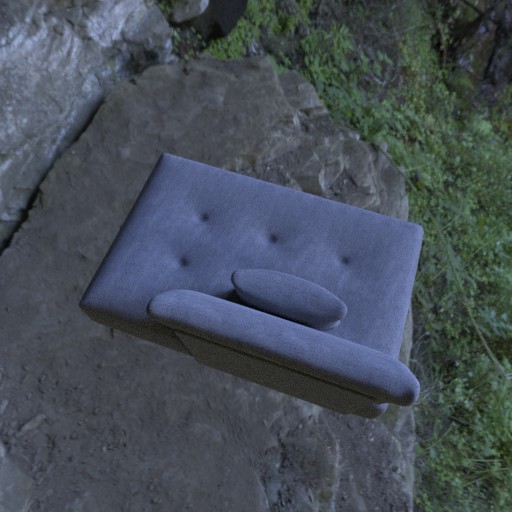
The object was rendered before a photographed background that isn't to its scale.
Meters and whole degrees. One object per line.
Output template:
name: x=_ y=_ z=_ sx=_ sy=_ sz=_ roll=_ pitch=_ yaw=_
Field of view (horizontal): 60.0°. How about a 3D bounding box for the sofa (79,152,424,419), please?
sofa: x=0.000 y=0.000 z=1.981 sx=1.450 sy=0.820 sz=1.002 roll=17 pitch=65 yaw=8
